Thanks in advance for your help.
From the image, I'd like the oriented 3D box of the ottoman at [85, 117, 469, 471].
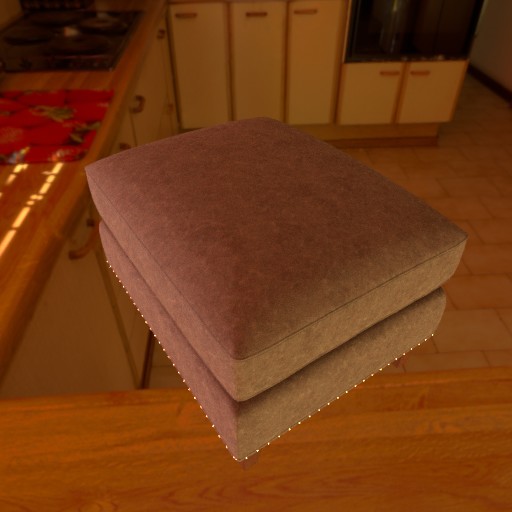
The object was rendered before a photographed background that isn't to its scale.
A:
[{"bbox_3d":[0.000,0.000,1.121,0.584,0.513,0.741,-23,45,-25],"label":"ottoman"}]
